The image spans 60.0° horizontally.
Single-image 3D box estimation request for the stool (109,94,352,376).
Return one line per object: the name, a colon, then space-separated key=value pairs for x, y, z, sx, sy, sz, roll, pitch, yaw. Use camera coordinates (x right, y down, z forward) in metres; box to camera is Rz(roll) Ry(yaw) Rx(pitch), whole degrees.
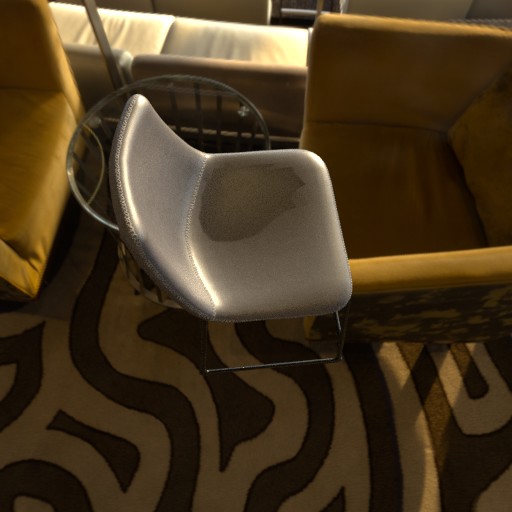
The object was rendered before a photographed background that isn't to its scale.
stool: x=0.000 y=0.000 z=1.204 sx=0.546 sy=0.876 sz=0.470 roll=-5 pitch=63 yaw=-3
